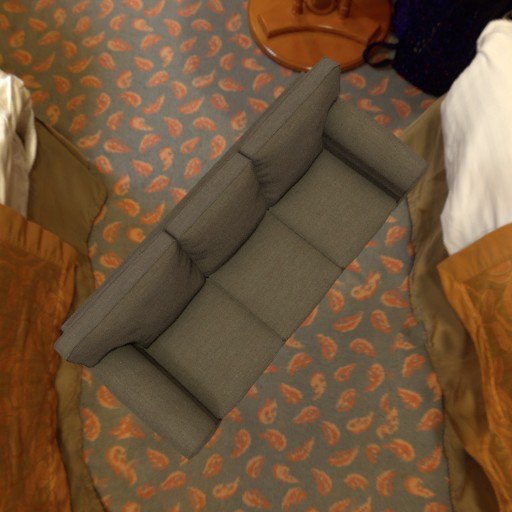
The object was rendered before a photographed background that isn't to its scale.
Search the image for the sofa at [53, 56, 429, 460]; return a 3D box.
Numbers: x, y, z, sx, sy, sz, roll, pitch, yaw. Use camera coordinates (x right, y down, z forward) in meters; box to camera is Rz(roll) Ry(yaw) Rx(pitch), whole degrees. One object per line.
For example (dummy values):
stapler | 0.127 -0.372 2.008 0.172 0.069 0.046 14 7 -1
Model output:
sofa | 0.000 0.000 2.566 0.909 0.966 2.084 39 79 9
